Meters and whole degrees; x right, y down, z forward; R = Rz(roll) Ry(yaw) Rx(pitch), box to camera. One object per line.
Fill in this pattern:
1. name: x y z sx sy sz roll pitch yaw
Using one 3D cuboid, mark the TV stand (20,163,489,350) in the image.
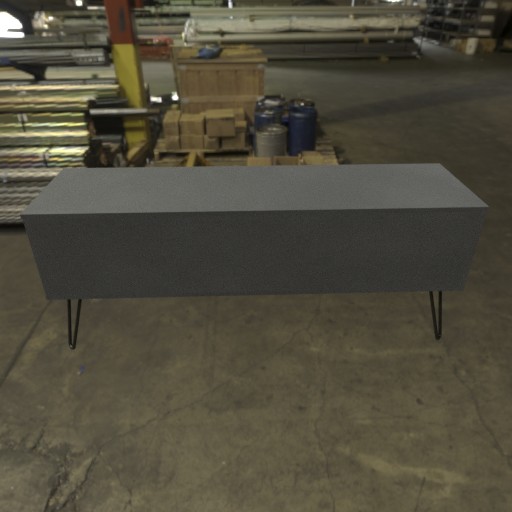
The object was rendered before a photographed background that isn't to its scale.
1. TV stand: 0.000 0.000 1.637 1.400 0.560 0.400 -1 31 -2
